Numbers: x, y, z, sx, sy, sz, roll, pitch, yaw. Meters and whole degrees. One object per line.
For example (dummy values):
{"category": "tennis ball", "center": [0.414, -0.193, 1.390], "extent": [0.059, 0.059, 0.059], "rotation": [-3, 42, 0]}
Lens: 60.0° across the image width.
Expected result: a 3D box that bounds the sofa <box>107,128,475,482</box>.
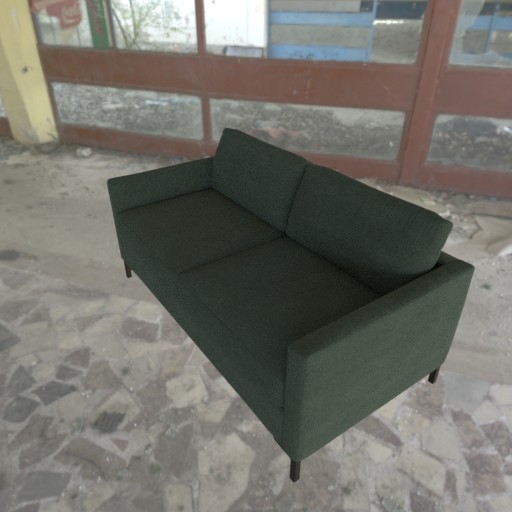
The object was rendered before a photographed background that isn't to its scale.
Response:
{"category": "sofa", "center": [0.000, 0.000, 2.129], "extent": [0.875, 0.817, 1.676], "rotation": [-20, 37, -29]}
